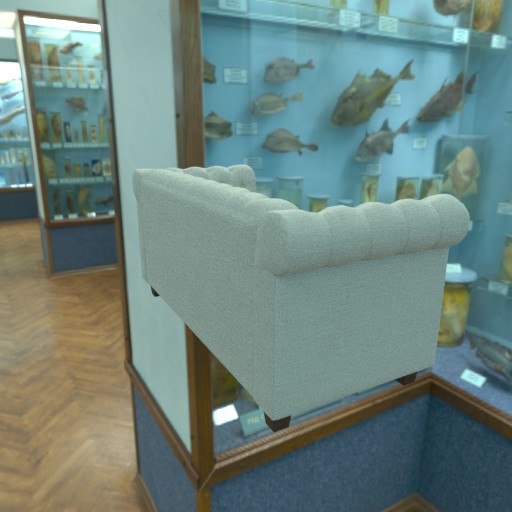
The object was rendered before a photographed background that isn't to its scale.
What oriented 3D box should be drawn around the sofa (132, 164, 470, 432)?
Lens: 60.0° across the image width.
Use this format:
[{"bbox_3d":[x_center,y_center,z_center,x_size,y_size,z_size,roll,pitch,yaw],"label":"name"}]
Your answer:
[{"bbox_3d":[0.000,0.000,2.219,0.783,0.797,1.798,-8,18,-27],"label":"sofa"}]
